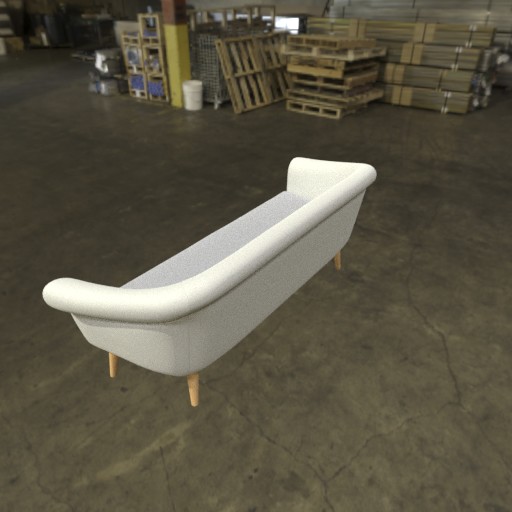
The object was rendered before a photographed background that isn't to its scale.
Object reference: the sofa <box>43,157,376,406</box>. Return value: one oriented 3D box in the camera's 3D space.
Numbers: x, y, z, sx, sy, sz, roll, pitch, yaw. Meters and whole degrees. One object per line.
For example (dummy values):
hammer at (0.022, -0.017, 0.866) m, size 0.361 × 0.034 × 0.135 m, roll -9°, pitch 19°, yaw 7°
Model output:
sofa at (0.000, 0.000, 2.608) m, size 0.827 × 0.795 × 2.160 m, roll 21°, pitch 37°, yaw 30°
